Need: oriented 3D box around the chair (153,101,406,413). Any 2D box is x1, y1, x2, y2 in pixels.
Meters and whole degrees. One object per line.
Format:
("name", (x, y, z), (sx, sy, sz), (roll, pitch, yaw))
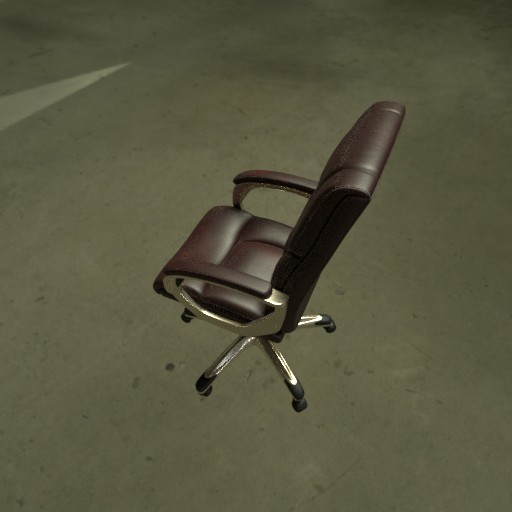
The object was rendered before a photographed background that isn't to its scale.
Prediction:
("chair", (0.000, 0.000, 1.573), (0.739, 1.107, 0.662), (17, 48, 16))
